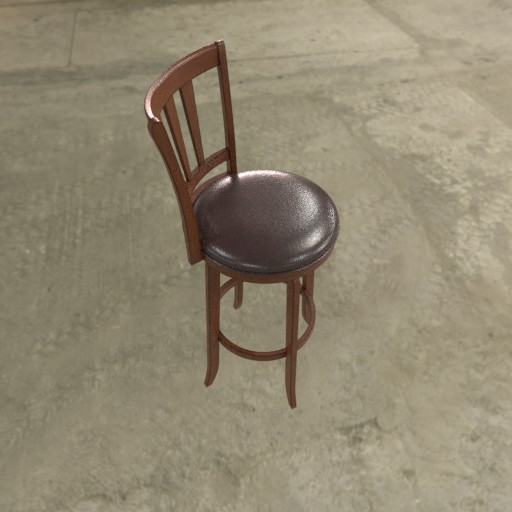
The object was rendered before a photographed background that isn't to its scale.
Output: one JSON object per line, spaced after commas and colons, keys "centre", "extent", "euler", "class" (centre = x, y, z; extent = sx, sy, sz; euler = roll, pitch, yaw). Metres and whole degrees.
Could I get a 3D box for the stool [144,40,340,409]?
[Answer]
{"centre": [0.000, 0.000, 1.462], "extent": [0.503, 1.177, 0.464], "euler": [11, 48, 10], "class": "stool"}
